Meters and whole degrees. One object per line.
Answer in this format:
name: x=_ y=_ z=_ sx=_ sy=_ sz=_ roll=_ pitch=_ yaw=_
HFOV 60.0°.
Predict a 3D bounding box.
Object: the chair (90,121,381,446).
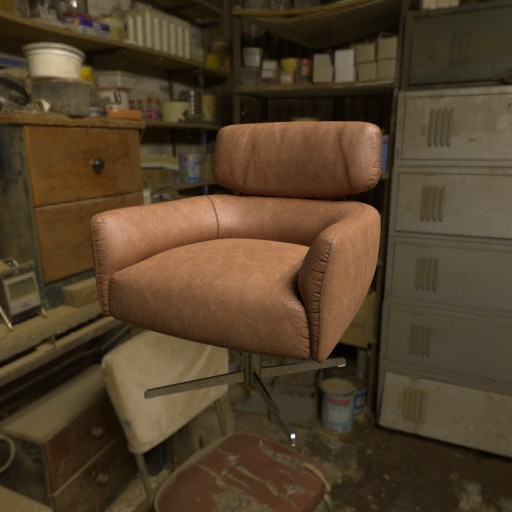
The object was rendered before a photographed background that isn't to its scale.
chair: x=0.000 y=0.000 z=1.346 sx=0.706 sy=0.812 sz=0.715 roll=7 pitch=15 yaw=26
